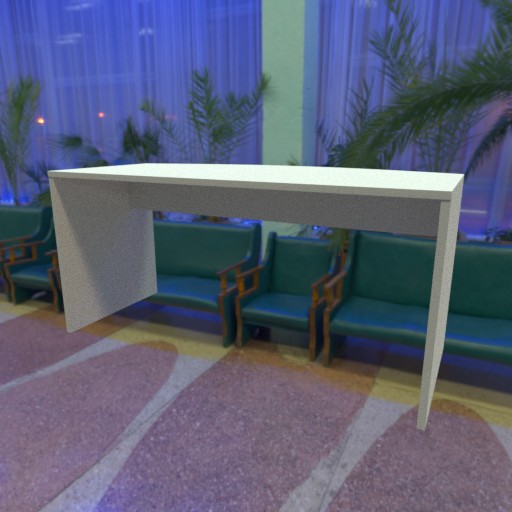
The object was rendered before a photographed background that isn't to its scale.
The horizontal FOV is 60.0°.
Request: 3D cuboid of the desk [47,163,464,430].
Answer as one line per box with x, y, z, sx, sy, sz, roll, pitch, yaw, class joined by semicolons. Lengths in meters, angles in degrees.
0.000;0.000;1.991;1.600;0.750;0.802;8;17;26;desk
